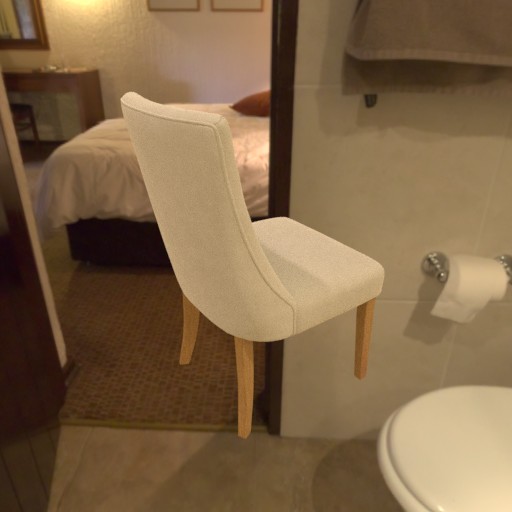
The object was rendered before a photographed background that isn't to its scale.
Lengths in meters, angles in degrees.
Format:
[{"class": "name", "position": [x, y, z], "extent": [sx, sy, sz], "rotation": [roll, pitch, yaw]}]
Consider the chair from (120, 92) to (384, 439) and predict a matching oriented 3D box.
[{"class": "chair", "position": [0.000, 0.000, 1.300], "extent": [0.610, 0.902, 0.495], "rotation": [-17, 32, -31]}]
